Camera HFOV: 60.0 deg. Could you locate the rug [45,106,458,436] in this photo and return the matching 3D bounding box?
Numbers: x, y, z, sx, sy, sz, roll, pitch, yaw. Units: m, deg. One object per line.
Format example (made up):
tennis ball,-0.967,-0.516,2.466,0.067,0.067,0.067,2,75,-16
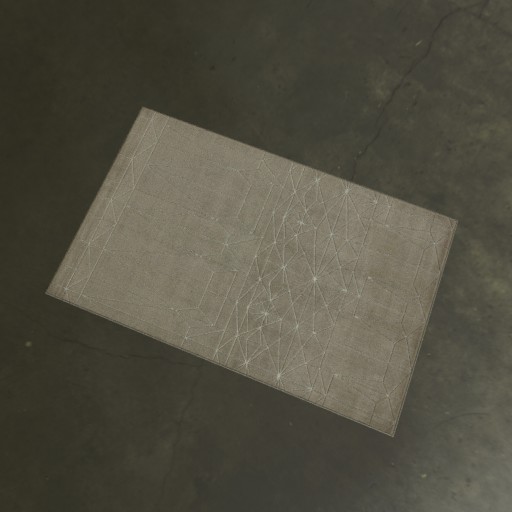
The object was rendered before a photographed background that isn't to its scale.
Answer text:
rug,0.000,0.000,3.037,2.438,0.012,1.524,21,77,5
